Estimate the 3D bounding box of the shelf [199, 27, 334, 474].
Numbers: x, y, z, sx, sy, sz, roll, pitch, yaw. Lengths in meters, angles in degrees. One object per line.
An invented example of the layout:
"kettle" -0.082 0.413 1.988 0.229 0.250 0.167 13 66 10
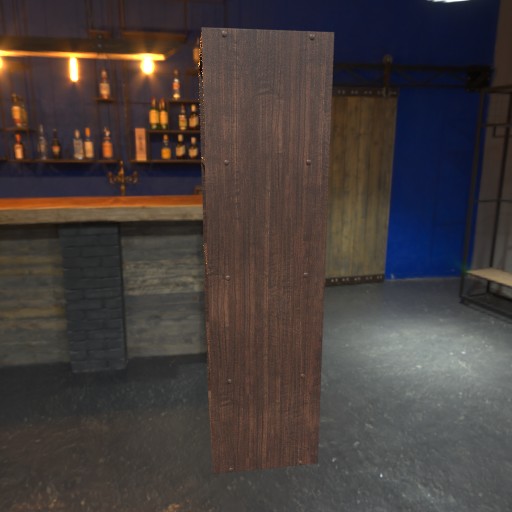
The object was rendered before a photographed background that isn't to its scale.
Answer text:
"shelf" 0.000 0.000 1.281 0.290 1.099 0.415 -2 14 -8
